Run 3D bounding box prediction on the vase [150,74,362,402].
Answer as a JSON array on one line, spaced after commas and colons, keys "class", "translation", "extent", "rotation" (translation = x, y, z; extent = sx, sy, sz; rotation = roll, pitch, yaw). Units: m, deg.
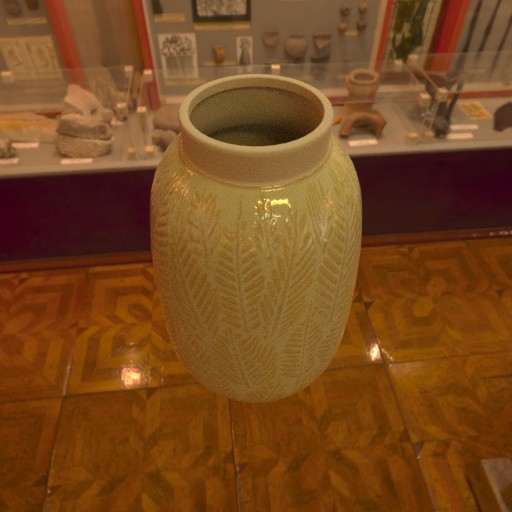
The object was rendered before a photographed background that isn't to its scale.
[{"class": "vase", "translation": [0.000, 0.000, 0.374], "extent": [0.172, 0.270, 0.172], "rotation": [0, 47, 0]}]
